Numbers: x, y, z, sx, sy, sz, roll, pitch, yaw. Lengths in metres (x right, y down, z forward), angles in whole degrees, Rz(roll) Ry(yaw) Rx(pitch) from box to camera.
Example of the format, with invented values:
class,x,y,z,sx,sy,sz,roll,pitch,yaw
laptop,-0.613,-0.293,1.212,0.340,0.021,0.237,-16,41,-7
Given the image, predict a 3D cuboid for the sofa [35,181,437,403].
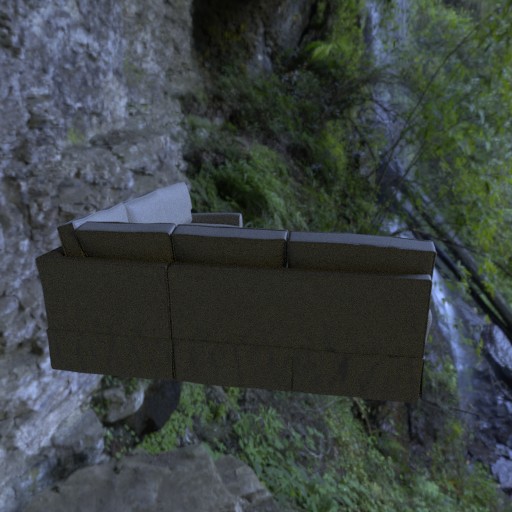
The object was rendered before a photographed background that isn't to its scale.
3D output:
class,x,y,z,sx,sy,sz,roll,pitch,yaw
sofa,0.000,0.000,4.090,2.618,1.081,2.623,3,17,9
